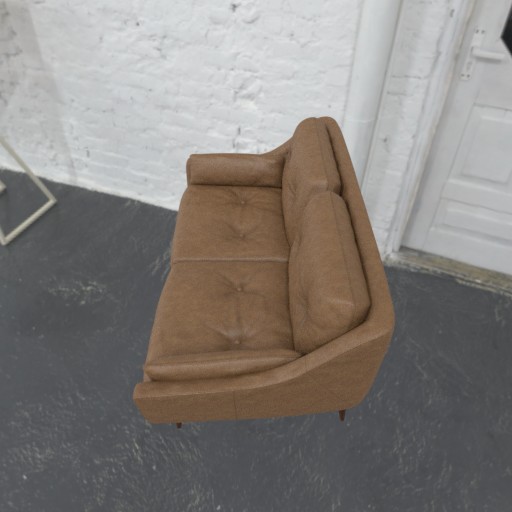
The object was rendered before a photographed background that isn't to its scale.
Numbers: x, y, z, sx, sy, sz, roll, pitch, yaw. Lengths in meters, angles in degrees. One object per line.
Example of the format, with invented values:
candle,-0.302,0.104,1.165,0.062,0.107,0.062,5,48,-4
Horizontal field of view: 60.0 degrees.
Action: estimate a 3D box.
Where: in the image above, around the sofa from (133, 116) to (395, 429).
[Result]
sofa,0.000,0.000,2.321,0.981,0.886,1.731,0,42,0
